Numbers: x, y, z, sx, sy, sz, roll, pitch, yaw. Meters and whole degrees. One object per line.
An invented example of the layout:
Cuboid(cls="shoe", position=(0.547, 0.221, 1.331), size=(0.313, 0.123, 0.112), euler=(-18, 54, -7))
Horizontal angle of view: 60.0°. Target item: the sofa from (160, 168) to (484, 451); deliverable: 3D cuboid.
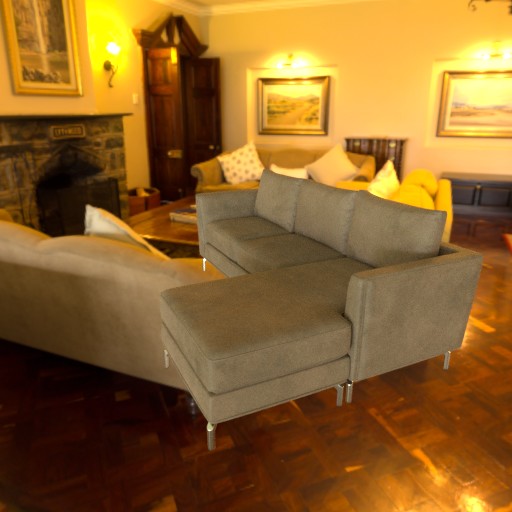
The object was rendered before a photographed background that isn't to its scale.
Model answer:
Cuboid(cls="sofa", position=(0.000, 0.000, 3.210), size=(1.622, 0.987, 2.438), euler=(-9, 20, -25))
